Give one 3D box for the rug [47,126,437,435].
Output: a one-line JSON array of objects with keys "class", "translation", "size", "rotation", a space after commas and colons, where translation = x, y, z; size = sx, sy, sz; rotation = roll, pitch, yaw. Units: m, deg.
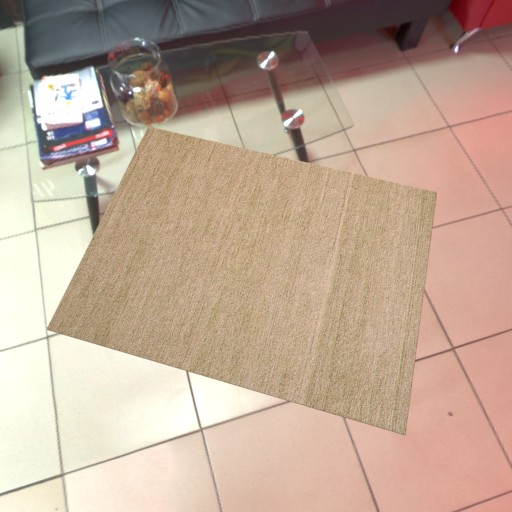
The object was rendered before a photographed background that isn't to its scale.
[{"class": "rug", "translation": [0.000, 0.000, 4.266], "size": [3.198, 0.016, 2.425], "rotation": [14, 65, 7]}]
